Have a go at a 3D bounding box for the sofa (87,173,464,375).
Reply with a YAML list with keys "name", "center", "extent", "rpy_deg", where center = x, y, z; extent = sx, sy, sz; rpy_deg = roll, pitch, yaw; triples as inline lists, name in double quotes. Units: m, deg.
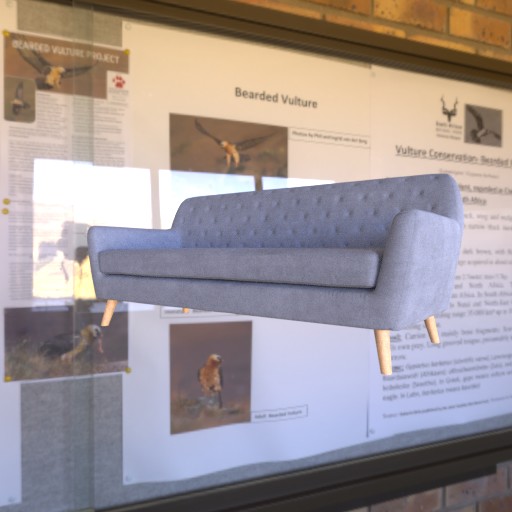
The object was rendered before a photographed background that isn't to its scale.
- name: "sofa"
  center: [0.000, 0.000, 2.399]
  extent: [1.970, 0.830, 0.830]
  rpy_deg: [1, 1, 36]
